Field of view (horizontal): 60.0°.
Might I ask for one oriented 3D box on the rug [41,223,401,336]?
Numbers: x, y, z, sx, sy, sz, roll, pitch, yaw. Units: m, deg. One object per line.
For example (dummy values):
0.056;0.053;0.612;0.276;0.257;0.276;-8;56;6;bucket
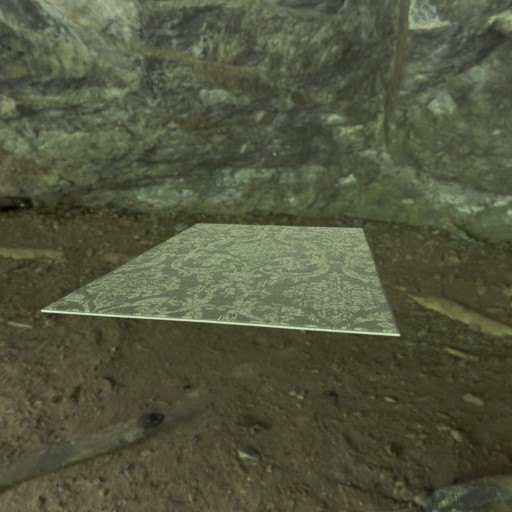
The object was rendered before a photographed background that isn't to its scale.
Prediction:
0.000;0.000;2.315;1.206;0.012;1.824;2;14;10;rug
